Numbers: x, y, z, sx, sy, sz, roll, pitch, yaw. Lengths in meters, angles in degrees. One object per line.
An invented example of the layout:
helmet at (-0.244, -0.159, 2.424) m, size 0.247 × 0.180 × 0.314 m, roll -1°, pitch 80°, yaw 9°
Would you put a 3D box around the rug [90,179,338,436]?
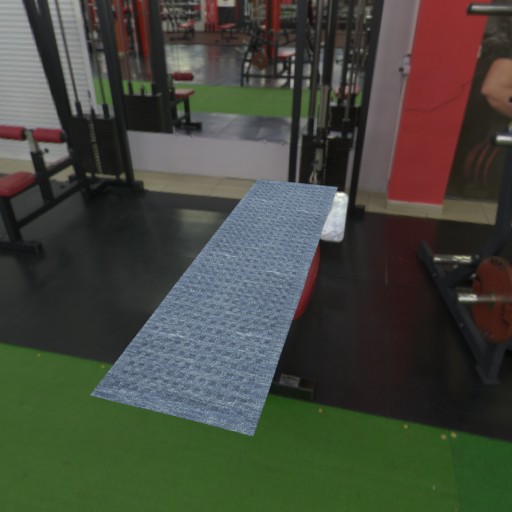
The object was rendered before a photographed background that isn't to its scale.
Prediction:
rug at (0.000, 0.000, 2.708) m, size 0.688 × 0.008 × 2.443 m, roll 9°, pitch 32°, yaw 14°
